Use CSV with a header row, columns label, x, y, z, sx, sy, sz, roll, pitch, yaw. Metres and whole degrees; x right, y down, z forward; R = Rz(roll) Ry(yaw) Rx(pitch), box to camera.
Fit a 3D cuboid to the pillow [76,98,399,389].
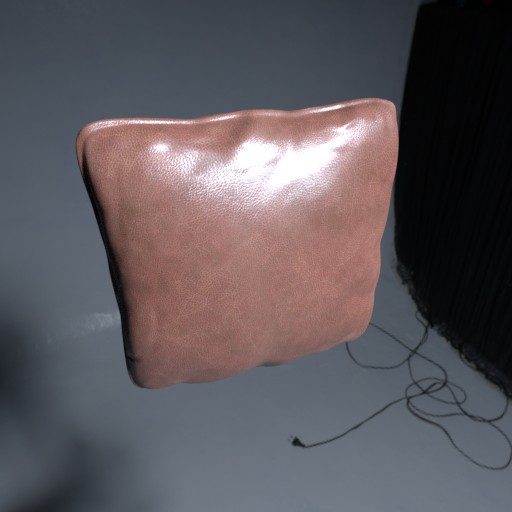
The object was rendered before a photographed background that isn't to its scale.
label,x,y,z,sx,sy,sz,roll,pitch,yaw
pillow,0.000,0.000,0.806,0.532,0.523,0.236,-10,33,-16
